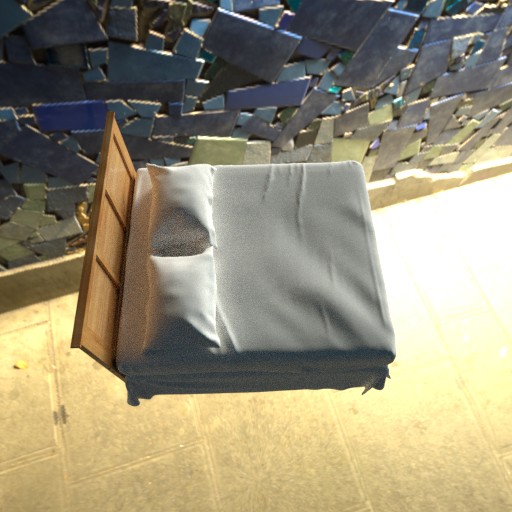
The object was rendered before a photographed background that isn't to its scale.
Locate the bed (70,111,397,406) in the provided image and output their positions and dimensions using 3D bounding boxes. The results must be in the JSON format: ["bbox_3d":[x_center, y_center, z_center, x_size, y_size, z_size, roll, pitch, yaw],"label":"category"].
[{"bbox_3d":[0.000,0.000,3.257,2.035,1.273,1.870,-2,63,-1],"label":"bed"}]
